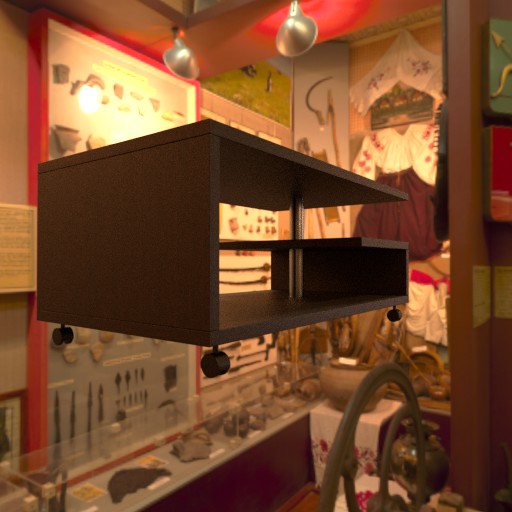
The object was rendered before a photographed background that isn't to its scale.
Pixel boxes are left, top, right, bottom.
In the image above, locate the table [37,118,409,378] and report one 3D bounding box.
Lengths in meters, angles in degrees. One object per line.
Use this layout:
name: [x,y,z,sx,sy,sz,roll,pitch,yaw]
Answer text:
table: [0.000,0.000,1.357,0.590,0.460,1.050,-1,-1,37]
